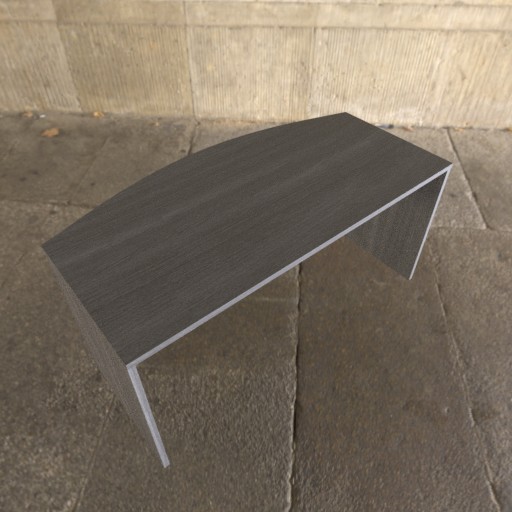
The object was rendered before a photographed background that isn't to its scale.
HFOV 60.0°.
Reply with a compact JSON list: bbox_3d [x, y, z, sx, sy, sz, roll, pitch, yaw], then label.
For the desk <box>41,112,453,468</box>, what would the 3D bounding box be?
[{"bbox_3d":[0.000,0.000,2.075,1.600,0.750,0.802,-30,52,-27],"label":"desk"}]
